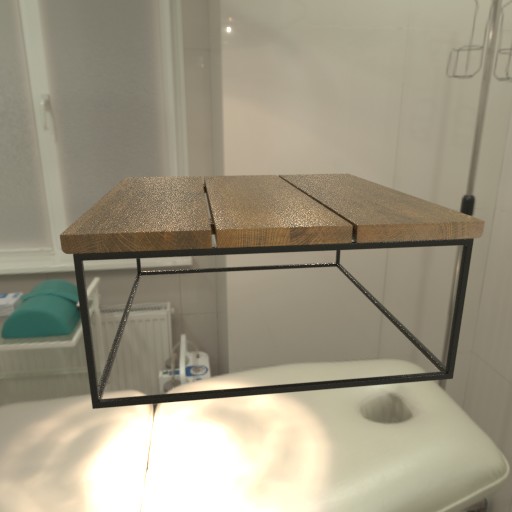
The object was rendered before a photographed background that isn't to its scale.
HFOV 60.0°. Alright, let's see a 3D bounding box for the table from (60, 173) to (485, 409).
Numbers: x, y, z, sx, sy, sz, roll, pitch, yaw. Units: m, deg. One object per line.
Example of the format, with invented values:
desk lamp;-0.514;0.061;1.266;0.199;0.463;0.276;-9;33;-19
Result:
table;0.000;0.000;1.408;0.900;0.400;0.900;-2;17;-8
